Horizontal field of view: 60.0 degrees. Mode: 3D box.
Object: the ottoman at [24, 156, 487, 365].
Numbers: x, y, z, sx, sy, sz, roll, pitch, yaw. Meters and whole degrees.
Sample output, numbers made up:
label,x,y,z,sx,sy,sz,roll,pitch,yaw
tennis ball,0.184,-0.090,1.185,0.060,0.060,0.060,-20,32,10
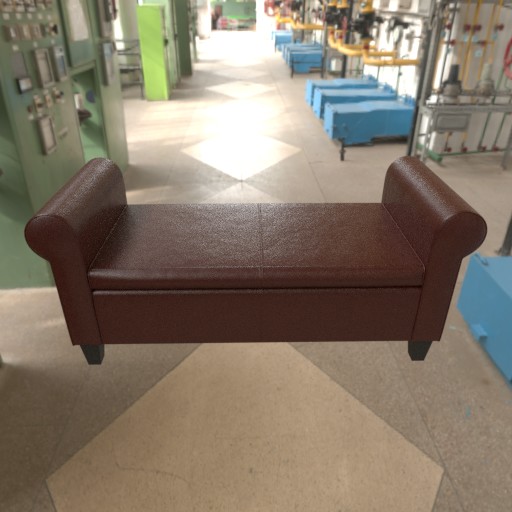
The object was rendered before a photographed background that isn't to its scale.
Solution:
label,x,y,z,sx,sy,sz,roll,pitch,yaw
ottoman,0.000,0.000,1.521,1.256,0.547,0.521,0,30,-1
